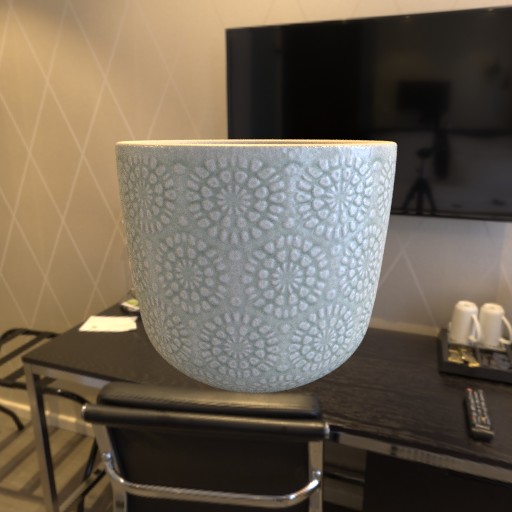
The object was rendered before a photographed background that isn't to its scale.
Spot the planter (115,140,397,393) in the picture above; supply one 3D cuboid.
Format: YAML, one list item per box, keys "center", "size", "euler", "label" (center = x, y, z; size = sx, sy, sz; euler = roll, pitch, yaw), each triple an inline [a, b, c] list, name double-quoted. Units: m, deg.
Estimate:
- center: [0.000, 0.000, 0.217]
  size: [0.124, 0.109, 0.124]
  euler: [0, 15, 0]
  label: "planter"
